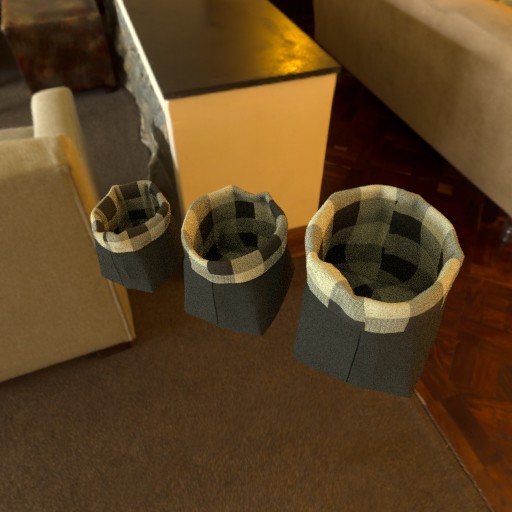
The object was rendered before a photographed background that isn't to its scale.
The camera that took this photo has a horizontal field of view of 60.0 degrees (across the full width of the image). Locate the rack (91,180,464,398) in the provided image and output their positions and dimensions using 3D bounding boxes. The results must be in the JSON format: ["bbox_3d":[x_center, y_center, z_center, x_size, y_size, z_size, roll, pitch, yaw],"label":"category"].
[{"bbox_3d":[0.000,0.000,1.070,0.889,0.329,0.370,16,48,15],"label":"rack"}]
